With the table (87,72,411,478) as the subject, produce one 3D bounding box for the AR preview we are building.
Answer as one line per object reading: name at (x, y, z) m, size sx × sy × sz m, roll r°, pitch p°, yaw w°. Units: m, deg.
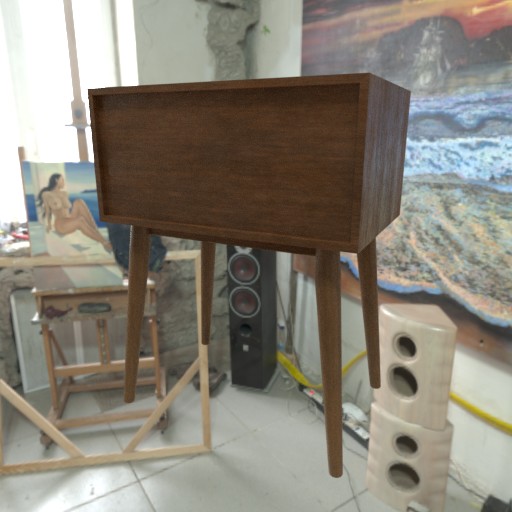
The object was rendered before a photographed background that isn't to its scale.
table at (0.000, 0.000, 0.824) m, size 0.454 × 0.580 × 0.307 m, roll 8°, pitch 18°, yaw 26°
